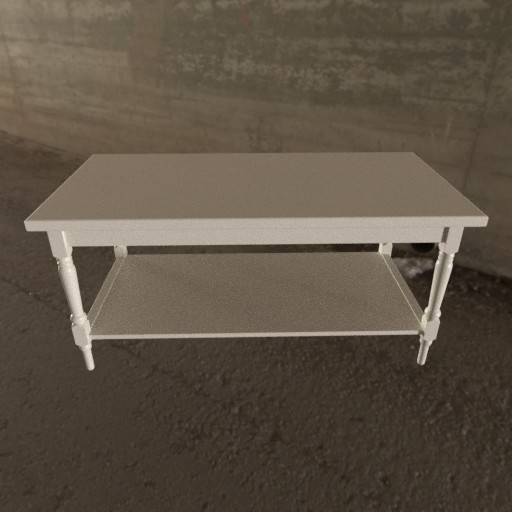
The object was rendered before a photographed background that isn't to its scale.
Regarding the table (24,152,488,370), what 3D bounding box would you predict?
[{"bbox_3d":[0.000,0.000,1.416,1.107,0.510,0.550,-1,29,-1],"label":"table"}]
